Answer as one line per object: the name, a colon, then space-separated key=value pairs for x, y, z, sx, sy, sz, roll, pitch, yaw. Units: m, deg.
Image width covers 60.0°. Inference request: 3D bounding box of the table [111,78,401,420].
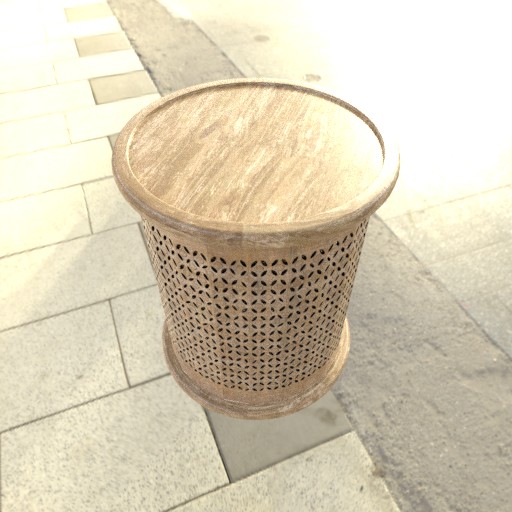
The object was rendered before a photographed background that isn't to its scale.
table: x=0.000 y=0.000 z=0.805 sx=0.407 sy=0.482 sz=0.407 roll=0 pitch=46 yaw=0
